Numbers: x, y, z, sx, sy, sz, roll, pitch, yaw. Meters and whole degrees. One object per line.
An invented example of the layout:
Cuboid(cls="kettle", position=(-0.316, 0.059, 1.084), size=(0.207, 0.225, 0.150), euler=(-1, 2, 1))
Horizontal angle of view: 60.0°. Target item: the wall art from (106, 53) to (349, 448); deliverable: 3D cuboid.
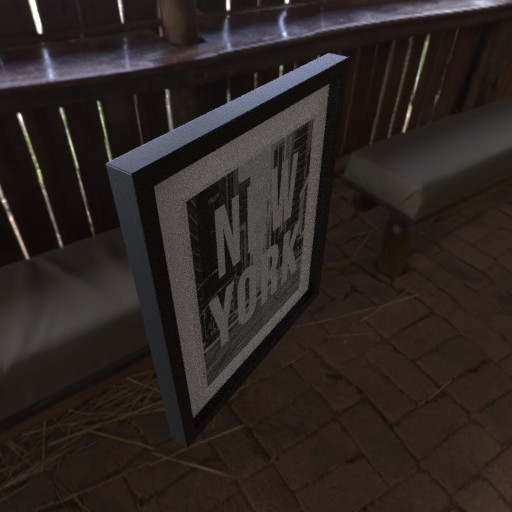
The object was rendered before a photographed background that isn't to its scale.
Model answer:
Cuboid(cls="wall art", position=(0.000, 0.000, 0.531), size=(0.028, 0.381, 0.328), euler=(25, 46, 26))
